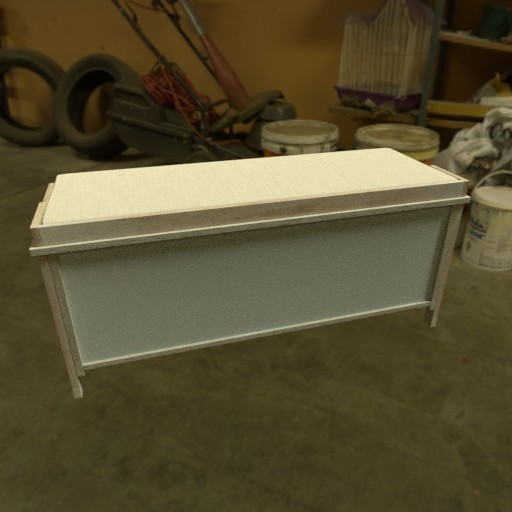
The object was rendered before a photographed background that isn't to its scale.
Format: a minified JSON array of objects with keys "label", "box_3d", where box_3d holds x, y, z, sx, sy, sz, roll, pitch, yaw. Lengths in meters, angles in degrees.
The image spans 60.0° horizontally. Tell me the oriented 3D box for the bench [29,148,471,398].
[{"label":"bench","box_3d":[0.000,0.000,1.364,1.140,0.501,0.398,-8,29,-14]}]
